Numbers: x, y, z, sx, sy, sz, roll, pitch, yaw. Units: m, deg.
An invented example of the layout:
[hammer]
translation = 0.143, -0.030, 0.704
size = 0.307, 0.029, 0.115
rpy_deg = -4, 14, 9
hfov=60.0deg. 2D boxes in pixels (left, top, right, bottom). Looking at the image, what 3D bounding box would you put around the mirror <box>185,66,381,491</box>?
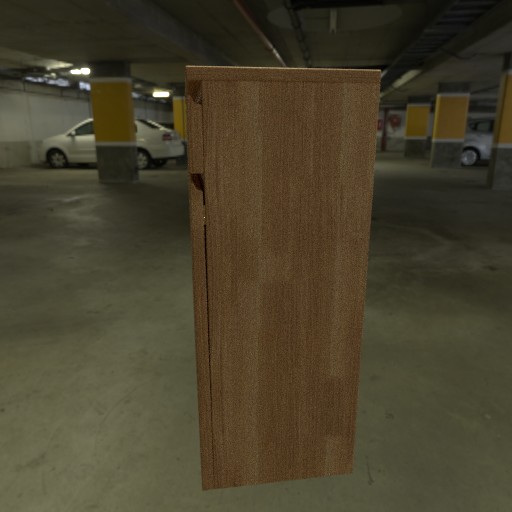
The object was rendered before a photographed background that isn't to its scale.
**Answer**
[mirror]
translation = 0.000, 0.000, 1.399
size = 0.400, 1.000, 0.800
rpy_deg = -2, 16, -8
